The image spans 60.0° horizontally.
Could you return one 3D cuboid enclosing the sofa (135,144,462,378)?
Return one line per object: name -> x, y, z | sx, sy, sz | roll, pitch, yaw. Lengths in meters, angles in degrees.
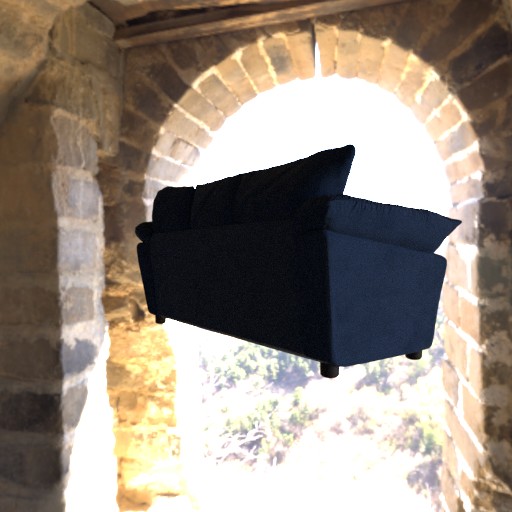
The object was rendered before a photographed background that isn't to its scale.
sofa -> 0.000, 0.000, 2.955 | 0.907, 1.091, 2.390 | 0, 0, -35
